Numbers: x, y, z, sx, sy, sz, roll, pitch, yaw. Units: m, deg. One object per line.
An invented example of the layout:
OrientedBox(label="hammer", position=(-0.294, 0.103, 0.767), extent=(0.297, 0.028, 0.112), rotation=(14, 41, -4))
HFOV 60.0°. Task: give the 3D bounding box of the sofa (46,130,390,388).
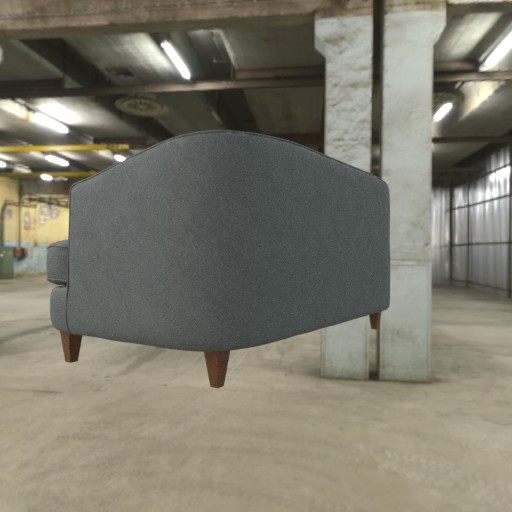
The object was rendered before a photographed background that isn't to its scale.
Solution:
OrientedBox(label="sofa", position=(0.000, 0.000, 2.232), extent=(0.941, 0.855, 1.733), rotation=(0, 0, 36))
